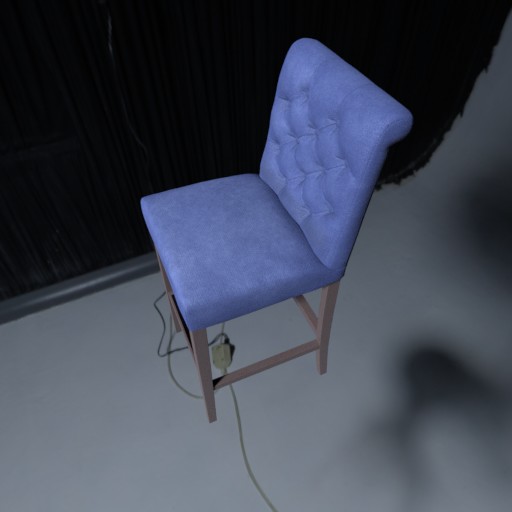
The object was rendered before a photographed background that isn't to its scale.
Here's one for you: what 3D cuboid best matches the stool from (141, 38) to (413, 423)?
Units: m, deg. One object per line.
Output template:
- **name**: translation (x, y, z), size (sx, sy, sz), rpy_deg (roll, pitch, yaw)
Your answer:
- **stool**: translation (0.000, 0.000, 1.442), size (0.601, 1.140, 0.493), rpy_deg (-18, 50, -16)
